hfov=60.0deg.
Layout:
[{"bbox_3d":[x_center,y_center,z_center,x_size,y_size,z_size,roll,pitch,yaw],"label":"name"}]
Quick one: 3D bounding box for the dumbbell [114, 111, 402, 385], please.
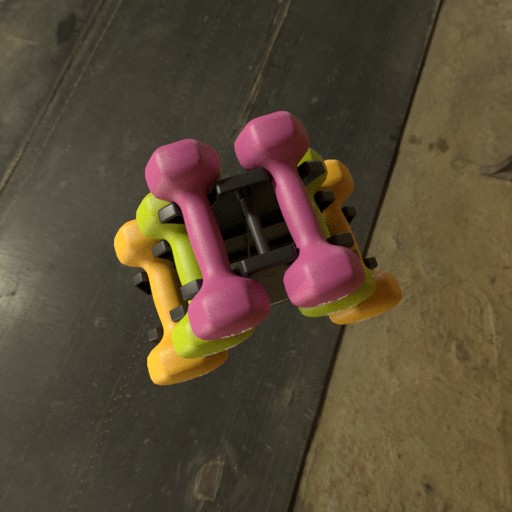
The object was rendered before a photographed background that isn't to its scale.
[{"bbox_3d":[0.000,0.000,0.459,0.300,0.271,0.190,-18,76,-5],"label":"dumbbell"}]
